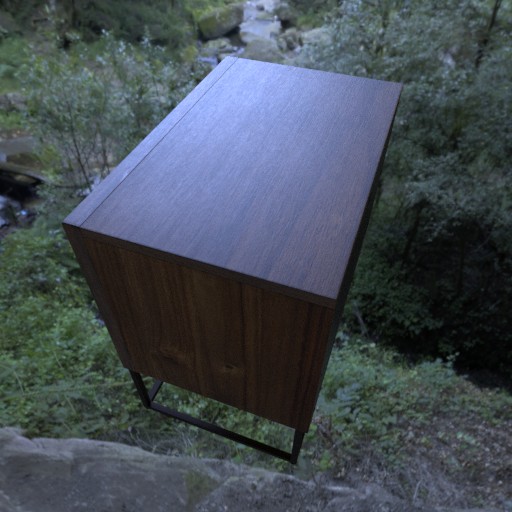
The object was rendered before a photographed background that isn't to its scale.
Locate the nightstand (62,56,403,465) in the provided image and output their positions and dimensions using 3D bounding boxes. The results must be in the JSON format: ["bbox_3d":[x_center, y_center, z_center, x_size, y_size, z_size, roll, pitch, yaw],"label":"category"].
[{"bbox_3d":[0.000,0.000,1.008,0.437,0.610,0.610,15,49,14],"label":"nightstand"}]
